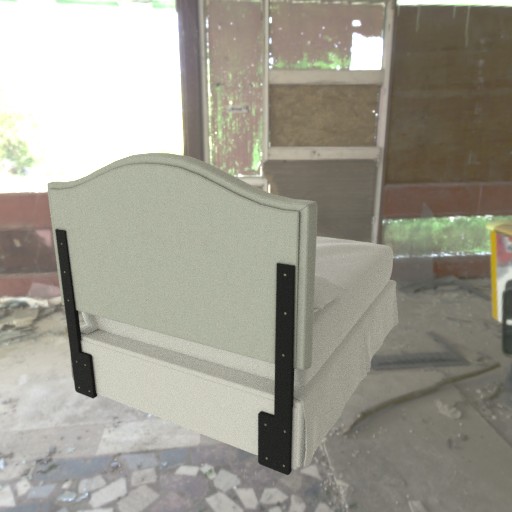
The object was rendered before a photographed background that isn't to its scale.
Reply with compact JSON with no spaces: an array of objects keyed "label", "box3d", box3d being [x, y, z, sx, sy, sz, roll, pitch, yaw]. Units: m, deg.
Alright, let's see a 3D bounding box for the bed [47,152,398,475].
[{"label":"bed","box3d":[0.000,0.000,3.356,1.813,1.607,2.180,8,18,28]}]
